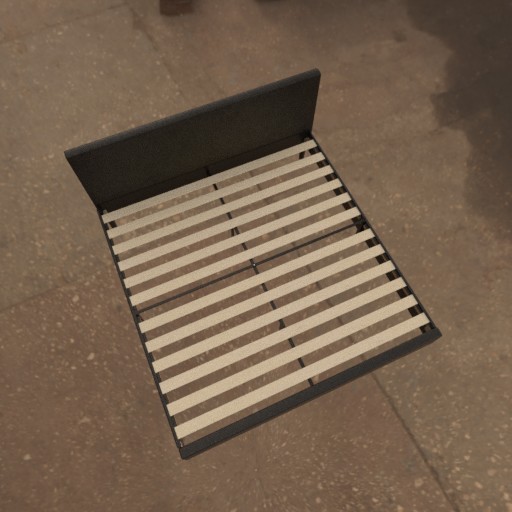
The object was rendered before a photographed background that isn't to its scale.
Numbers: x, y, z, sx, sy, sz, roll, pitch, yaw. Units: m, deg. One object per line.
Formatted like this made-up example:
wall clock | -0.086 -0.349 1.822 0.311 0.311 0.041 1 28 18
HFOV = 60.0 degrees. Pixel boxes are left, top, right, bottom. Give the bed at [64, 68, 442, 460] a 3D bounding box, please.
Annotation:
bed | 0.000 0.000 3.337 2.018 1.046 2.152 -22 66 -10
